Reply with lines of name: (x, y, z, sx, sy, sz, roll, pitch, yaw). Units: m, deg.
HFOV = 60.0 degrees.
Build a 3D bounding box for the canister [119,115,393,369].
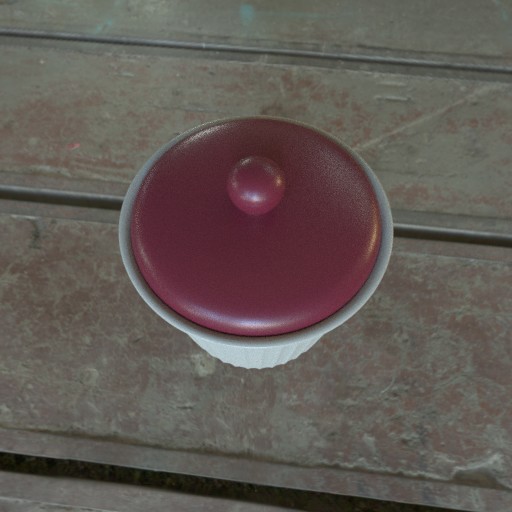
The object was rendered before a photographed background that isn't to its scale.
canister: (0.000, 0.000, 0.346, 0.181, 0.211, 0.181, 0, 62, 0)
